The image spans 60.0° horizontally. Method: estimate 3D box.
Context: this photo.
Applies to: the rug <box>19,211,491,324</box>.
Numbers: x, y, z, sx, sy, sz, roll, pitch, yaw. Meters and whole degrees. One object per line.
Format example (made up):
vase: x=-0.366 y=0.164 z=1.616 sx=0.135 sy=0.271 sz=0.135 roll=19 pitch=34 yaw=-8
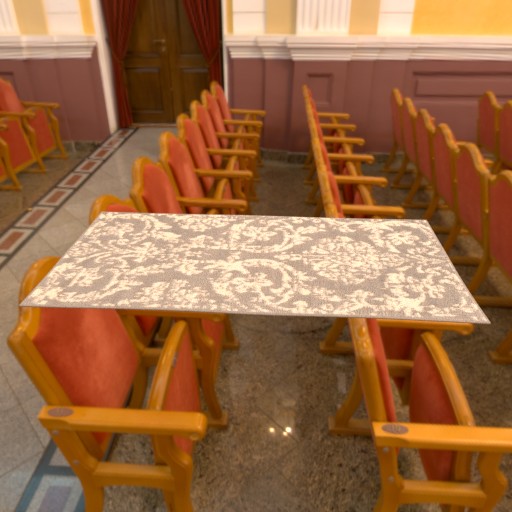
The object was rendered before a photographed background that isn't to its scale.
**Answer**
rug: x=0.000 y=0.000 z=1.400 sx=1.219 sy=0.007 sz=0.604 roll=2 pitch=30 yaw=3
